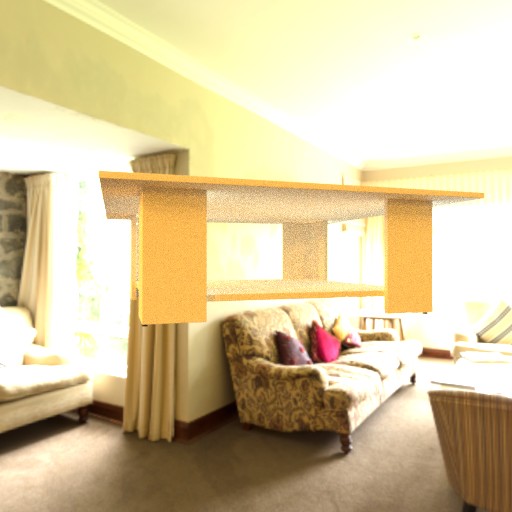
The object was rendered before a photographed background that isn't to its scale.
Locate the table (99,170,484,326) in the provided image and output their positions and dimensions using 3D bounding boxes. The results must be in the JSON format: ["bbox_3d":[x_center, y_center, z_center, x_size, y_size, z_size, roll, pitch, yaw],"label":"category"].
[{"bbox_3d":[0.000,0.000,1.372,0.890,0.305,0.890,0,-1,-18],"label":"table"}]
